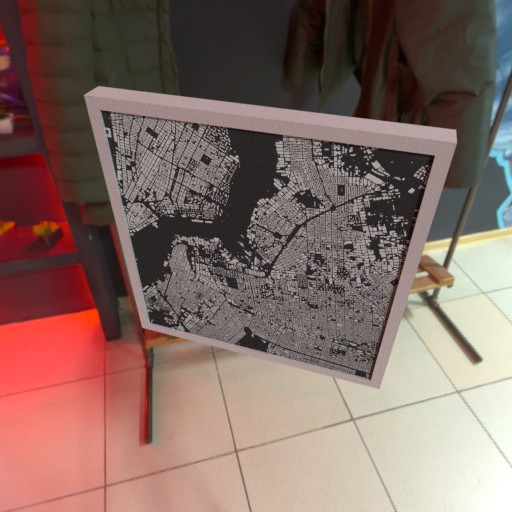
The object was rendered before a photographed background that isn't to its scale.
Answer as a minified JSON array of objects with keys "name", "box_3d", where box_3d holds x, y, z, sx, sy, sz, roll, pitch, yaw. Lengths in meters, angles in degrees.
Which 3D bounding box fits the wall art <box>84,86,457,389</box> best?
[{"name":"wall art","box_3d":[0.000,0.000,0.754,0.506,0.506,0.038,12,42,13]}]
